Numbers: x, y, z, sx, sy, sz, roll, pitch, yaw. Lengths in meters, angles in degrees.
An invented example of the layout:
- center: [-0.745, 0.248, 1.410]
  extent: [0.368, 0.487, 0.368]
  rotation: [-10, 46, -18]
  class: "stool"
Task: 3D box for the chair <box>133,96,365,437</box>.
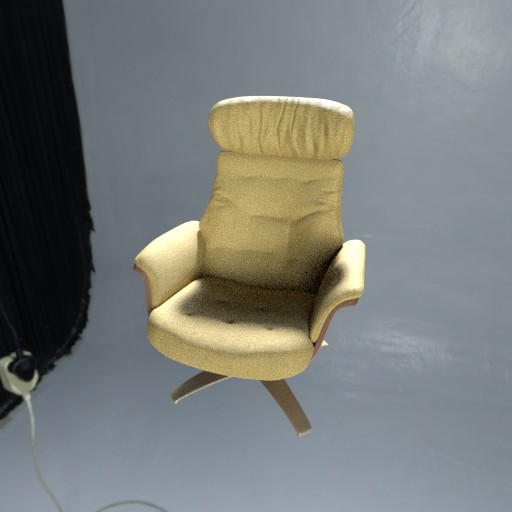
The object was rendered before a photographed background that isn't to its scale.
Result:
- center: [0.000, 0.000, 1.585]
  extent: [0.785, 0.995, 0.837]
  rotation: [8, 28, 16]
  class: "chair"
